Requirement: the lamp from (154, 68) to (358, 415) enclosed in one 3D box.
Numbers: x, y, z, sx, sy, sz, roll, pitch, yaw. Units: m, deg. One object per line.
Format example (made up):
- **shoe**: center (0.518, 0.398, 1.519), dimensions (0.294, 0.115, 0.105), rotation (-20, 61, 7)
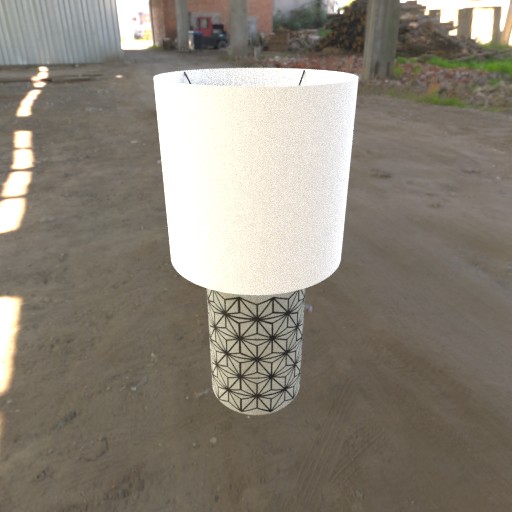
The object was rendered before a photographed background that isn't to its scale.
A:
- **lamp**: center (0.000, 0.000, 0.549), dimensions (0.206, 0.416, 0.206), rotation (18, 32, 31)
